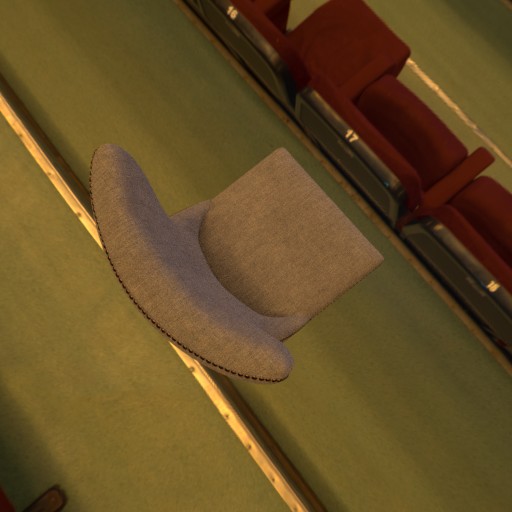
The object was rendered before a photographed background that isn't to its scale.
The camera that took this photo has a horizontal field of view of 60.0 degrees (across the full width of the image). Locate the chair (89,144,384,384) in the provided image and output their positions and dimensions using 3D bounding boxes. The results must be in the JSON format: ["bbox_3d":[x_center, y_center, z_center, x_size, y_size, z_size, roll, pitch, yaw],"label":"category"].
[{"bbox_3d":[0.000,0.000,1.420,0.681,1.002,0.654,-38,79,-9],"label":"chair"}]
